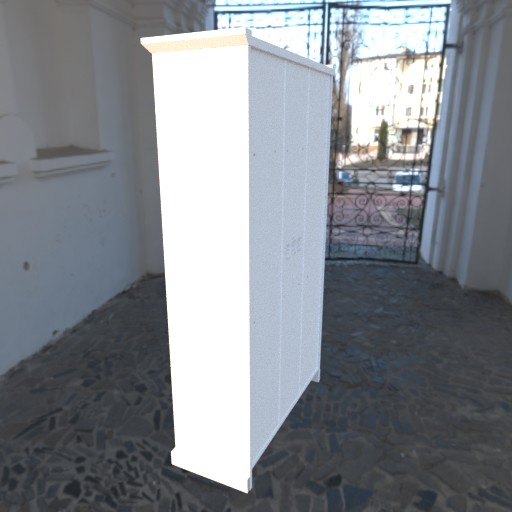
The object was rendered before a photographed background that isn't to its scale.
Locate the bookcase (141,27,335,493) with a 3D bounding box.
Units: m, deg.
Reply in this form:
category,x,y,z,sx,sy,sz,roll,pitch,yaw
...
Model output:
category,x,y,z,sx,sy,sz,roll,pitch,yaw
bookcase,0.000,0.000,2.248,0.432,1.880,1.050,8,18,25
